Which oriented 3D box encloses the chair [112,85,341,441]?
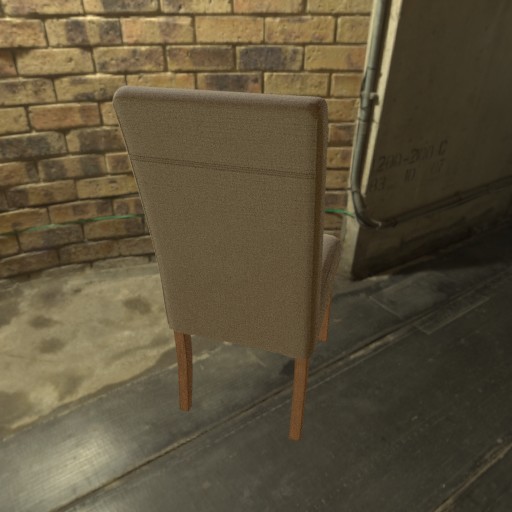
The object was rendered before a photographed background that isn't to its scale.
[{"bbox_3d":[0.000,0.000,1.334,0.450,1.033,0.611,9,32,15],"label":"chair"}]
